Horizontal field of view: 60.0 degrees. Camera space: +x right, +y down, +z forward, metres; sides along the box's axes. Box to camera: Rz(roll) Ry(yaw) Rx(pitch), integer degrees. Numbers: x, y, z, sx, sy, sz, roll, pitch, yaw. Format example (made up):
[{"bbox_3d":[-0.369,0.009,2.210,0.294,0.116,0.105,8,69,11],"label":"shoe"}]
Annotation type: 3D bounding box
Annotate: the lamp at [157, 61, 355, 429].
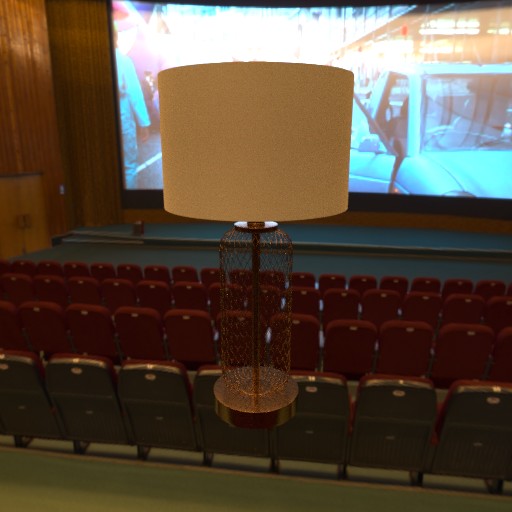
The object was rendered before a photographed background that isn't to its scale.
[{"bbox_3d":[0.000,0.000,0.640,0.252,0.483,0.252,2,15,6],"label":"lamp"}]
